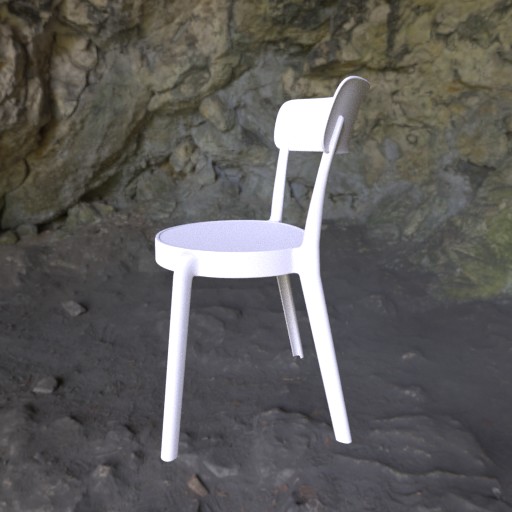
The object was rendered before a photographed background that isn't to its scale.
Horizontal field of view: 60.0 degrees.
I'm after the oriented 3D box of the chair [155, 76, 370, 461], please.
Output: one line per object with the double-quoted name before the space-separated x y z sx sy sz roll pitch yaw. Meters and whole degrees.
"chair" 0.000 0.000 1.115 0.491 0.790 0.506 -2 15 -9
